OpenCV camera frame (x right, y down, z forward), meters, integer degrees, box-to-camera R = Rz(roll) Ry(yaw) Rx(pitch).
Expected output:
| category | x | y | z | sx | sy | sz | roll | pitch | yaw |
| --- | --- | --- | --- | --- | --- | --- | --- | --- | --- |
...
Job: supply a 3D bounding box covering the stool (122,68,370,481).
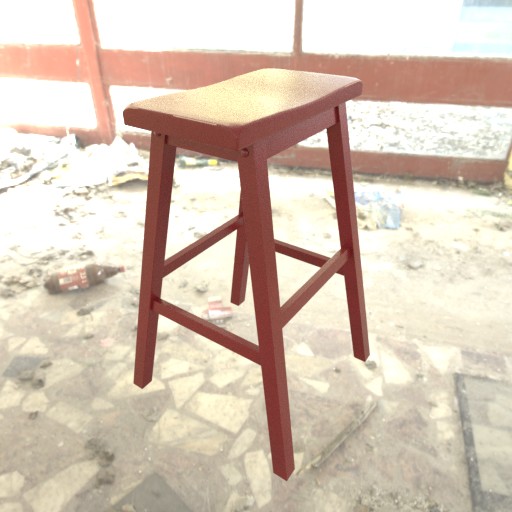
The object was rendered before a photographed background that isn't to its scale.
| category | x | y | z | sx | sy | sz | roll | pitch | yaw |
| --- | --- | --- | --- | --- | --- | --- | --- | --- | --- |
| stool | 0.000 | 0.000 | 1.027 | 0.476 | 0.737 | 0.457 | 20 | 37 | 29 |
